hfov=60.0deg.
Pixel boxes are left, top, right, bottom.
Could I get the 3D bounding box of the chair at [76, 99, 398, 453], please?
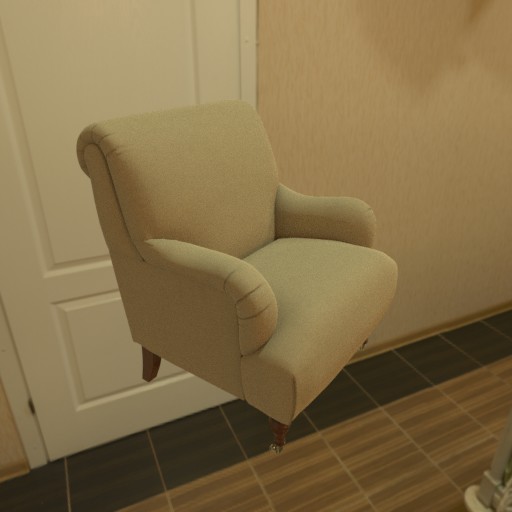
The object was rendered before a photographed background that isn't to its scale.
[{"bbox_3d":[0.000,0.000,1.543,0.842,0.942,0.766,18,31,32],"label":"chair"}]
